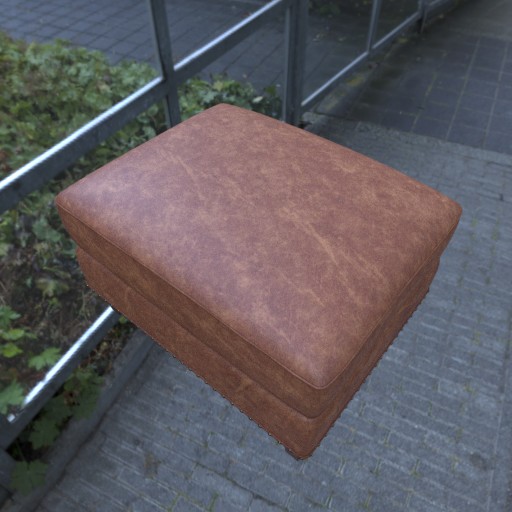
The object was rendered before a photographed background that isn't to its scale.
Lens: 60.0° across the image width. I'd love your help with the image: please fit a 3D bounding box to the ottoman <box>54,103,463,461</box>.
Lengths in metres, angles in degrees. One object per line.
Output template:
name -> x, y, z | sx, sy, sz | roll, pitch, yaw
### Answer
ottoman -> 0.000, 0.000, 1.109 | 0.742, 0.486, 0.586 | 31, 54, 26
